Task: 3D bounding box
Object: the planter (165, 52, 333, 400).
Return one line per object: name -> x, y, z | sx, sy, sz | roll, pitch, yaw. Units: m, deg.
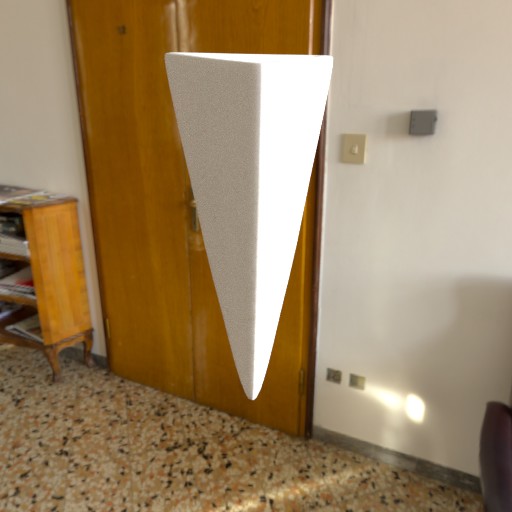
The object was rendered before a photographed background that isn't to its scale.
planter -> 0.000, 0.000, 0.396 | 0.143, 0.338, 0.065 | -3, 18, -8
